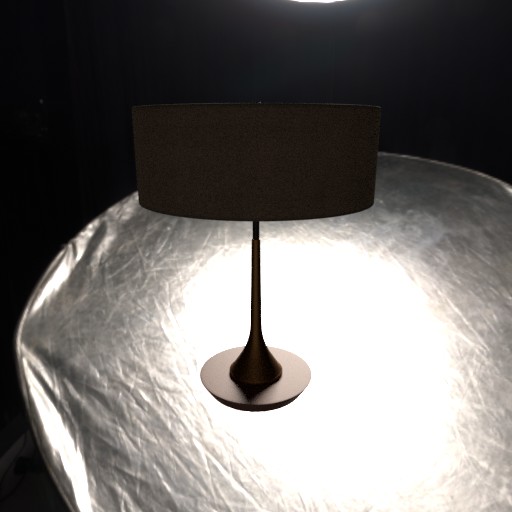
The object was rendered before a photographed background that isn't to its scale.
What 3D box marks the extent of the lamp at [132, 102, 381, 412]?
[{"bbox_3d":[0.000,0.000,0.839,0.417,0.551,0.396,2,17,7],"label":"lamp"}]
